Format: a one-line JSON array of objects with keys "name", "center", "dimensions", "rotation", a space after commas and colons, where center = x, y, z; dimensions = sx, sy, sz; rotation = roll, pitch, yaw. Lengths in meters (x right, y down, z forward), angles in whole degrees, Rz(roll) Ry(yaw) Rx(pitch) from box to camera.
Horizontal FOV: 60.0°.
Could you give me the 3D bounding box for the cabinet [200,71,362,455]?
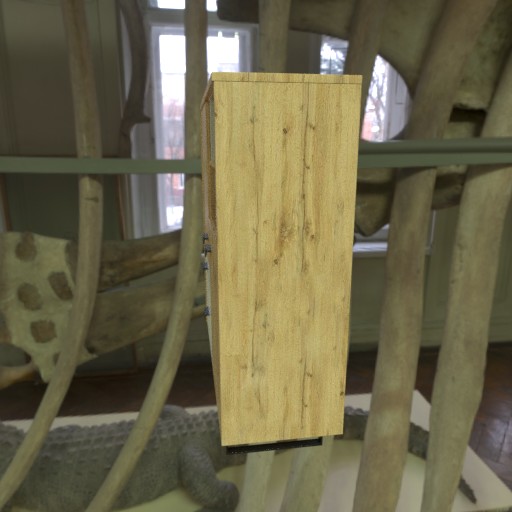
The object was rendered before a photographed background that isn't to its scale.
[{"name": "cabinet", "center": [0.000, 0.000, 2.033], "dimensions": [0.473, 1.397, 1.168], "rotation": [-2, 14, -8]}]
